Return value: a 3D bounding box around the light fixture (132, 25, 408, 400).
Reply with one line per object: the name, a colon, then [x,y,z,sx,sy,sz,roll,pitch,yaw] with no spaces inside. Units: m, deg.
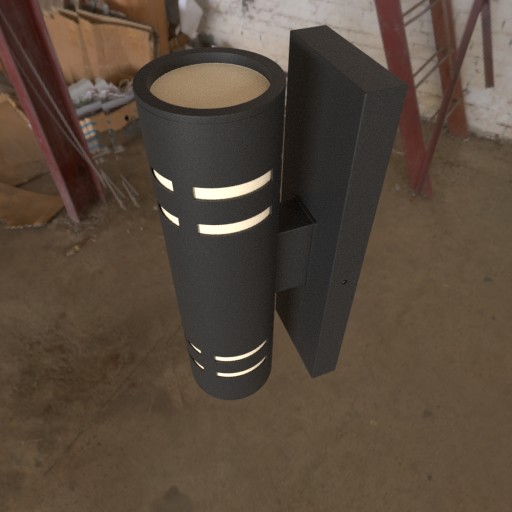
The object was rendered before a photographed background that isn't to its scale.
light fixture: [0.000,0.000,0.390,0.149,0.330,0.105,-16,49,-15]
